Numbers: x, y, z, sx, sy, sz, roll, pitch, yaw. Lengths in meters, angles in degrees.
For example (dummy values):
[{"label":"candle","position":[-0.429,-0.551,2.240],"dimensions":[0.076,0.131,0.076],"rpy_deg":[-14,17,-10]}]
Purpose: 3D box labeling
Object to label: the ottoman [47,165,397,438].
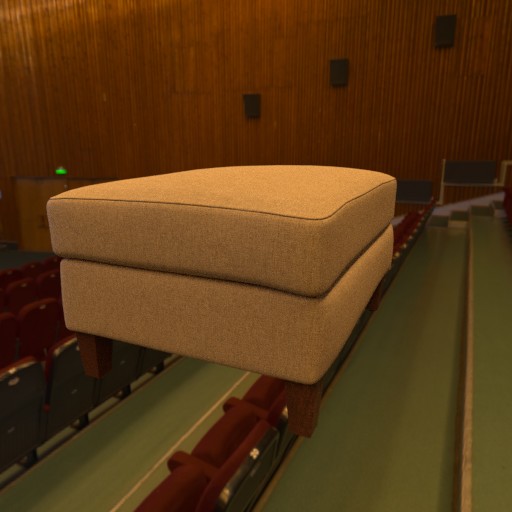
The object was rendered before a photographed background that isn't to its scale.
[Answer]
[{"label":"ottoman","position":[0.000,0.000,1.297],"dimensions":[0.677,0.519,0.898],"rpy_deg":[7,16,24]}]
